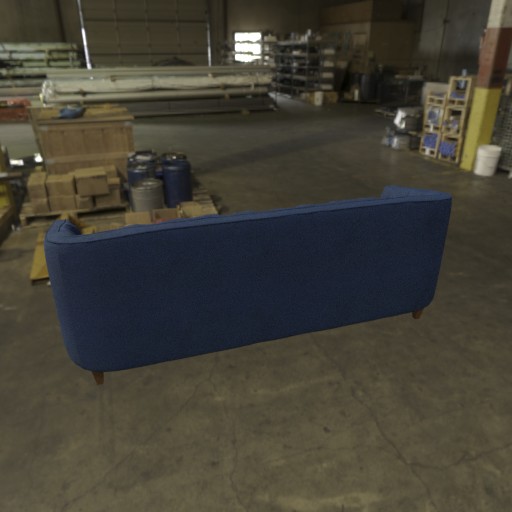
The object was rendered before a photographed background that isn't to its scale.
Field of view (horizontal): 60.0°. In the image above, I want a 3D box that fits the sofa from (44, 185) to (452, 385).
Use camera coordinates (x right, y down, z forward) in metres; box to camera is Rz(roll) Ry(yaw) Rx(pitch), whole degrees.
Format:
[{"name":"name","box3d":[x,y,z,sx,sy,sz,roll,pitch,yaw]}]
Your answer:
[{"name":"sofa","box3d":[0.000,0.000,2.706,2.278,0.855,0.941,-8,26,-17]}]
